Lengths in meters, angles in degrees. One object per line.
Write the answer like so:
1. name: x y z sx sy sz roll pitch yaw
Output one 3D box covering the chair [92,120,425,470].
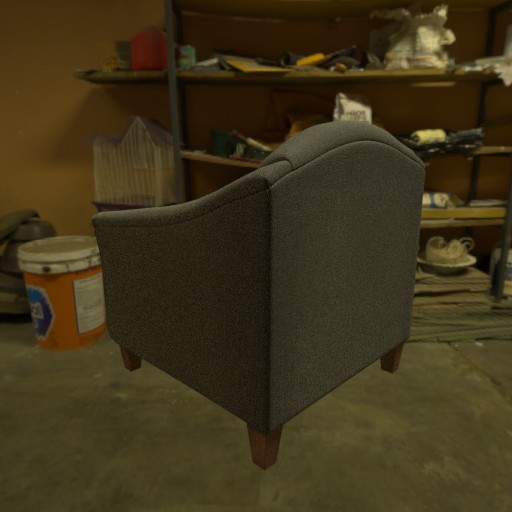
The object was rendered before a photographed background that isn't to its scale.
1. chair: 0.000 0.000 1.469 0.787 0.839 0.763 13 20 42
